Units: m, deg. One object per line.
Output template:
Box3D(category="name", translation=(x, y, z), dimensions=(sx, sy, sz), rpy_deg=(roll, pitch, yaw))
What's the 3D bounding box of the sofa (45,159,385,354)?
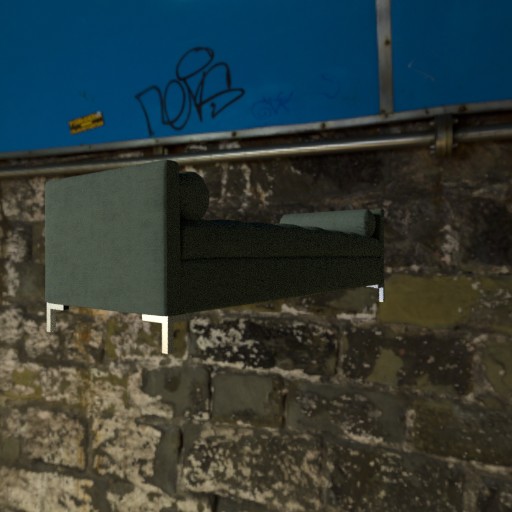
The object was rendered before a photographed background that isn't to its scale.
Box3D(category="sofa", translation=(0.000, 0.000, 2.539), dimensions=(0.797, 0.657, 2.102), rpy_deg=(0, 0, 36))
